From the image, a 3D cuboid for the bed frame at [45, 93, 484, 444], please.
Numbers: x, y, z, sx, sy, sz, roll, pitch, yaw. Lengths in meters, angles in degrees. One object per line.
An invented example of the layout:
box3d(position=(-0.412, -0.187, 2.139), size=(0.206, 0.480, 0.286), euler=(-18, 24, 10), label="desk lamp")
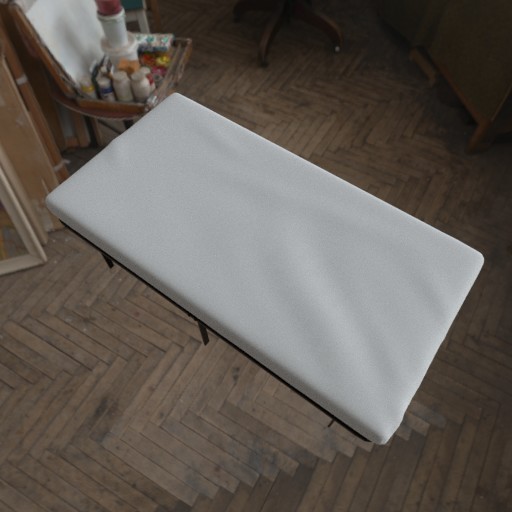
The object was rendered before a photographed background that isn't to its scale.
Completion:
box3d(position=(0.000, 0.000, 2.313), size=(1.903, 0.619, 0.989), euler=(32, 65, 17), label="bed frame")
